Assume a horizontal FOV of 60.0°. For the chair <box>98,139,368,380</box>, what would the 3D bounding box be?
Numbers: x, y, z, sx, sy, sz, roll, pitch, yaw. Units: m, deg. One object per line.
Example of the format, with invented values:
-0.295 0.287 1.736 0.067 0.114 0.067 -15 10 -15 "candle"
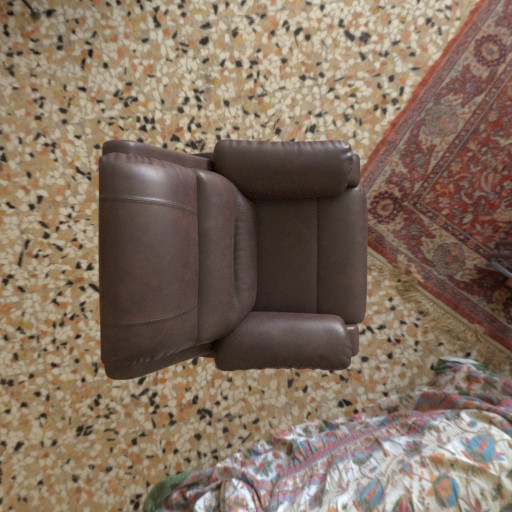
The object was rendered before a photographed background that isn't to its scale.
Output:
0.000 0.000 1.661 0.919 0.992 0.855 0 92 -2 "chair"
